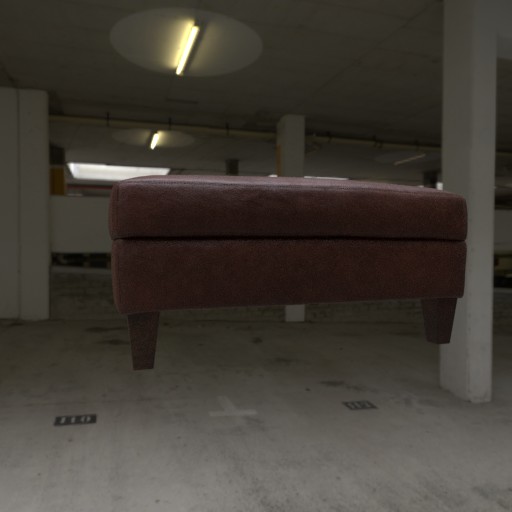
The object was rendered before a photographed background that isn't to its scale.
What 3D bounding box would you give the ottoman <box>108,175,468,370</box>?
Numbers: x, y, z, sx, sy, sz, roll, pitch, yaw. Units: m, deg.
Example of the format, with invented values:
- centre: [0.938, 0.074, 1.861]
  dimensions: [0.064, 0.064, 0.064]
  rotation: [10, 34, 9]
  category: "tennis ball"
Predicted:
- centre: [0.000, 0.000, 1.323]
  dimensions: [0.836, 0.415, 0.844]
  rotation: [0, 2, -18]
  category: "ottoman"
